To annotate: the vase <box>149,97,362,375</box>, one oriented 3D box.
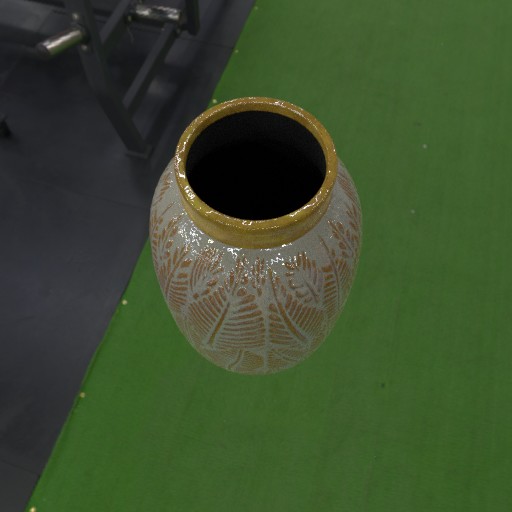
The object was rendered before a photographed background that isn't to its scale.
[{"bbox_3d":[0.000,0.000,0.381,0.172,0.270,0.172,0,65,0],"label":"vase"}]
